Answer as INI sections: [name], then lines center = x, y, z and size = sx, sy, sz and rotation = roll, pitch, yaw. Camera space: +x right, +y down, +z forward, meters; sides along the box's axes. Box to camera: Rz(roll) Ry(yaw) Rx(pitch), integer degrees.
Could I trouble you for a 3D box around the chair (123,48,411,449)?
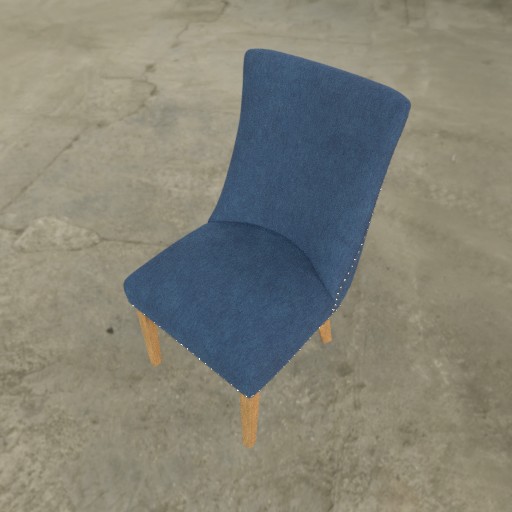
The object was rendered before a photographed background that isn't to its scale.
[chair]
center = 0.000, 0.000, 1.256
size = 0.495, 0.902, 0.610
rotation = 31, 53, 27
